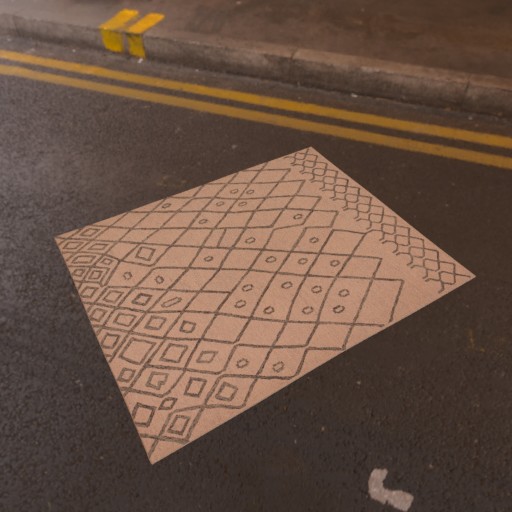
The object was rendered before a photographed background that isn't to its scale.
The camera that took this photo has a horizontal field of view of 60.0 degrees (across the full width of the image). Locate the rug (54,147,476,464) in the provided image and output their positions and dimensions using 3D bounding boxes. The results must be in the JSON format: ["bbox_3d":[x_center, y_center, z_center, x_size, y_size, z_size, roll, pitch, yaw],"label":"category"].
[{"bbox_3d":[0.000,0.000,4.077,3.046,0.015,2.446,-24,51,-21],"label":"rug"}]
